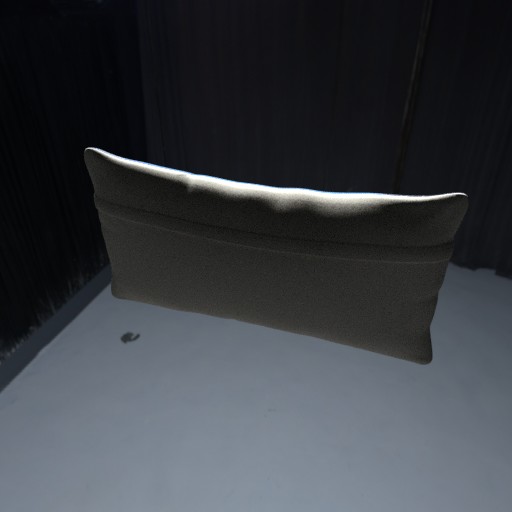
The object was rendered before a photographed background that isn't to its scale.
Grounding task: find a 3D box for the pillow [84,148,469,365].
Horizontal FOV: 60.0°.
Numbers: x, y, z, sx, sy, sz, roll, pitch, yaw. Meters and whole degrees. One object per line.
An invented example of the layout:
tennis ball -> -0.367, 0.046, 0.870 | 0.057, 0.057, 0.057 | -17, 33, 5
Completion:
pillow -> 0.000, 0.000, 0.731 | 0.604, 0.307, 0.148 | 10, 33, 16
